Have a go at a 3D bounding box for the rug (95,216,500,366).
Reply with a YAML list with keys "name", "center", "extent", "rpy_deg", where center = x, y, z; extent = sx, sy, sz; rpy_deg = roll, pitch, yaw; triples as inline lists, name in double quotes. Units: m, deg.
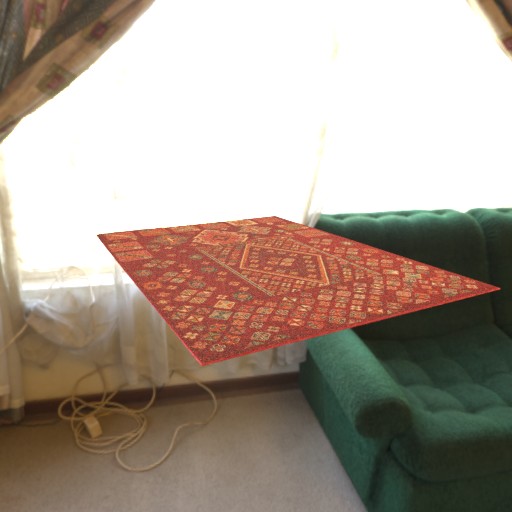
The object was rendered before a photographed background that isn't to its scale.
- name: "rug"
  center: [0.000, 0.000, 4.182]
  extent: [2.389, 0.011, 3.306]
  rpy_deg: [-8, 18, -27]
